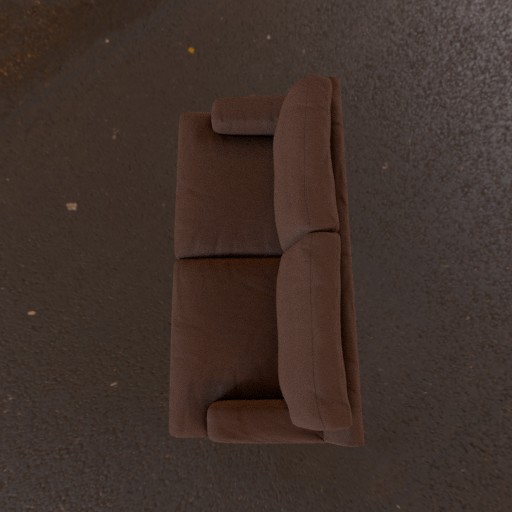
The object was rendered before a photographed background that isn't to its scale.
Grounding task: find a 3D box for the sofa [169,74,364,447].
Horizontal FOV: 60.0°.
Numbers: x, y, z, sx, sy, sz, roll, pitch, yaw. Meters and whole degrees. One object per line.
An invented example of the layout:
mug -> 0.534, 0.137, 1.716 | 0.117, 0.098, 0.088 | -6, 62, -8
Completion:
sofa -> 0.000, 0.000, 2.893 | 1.140, 0.950, 2.274 | -1, 76, 0
